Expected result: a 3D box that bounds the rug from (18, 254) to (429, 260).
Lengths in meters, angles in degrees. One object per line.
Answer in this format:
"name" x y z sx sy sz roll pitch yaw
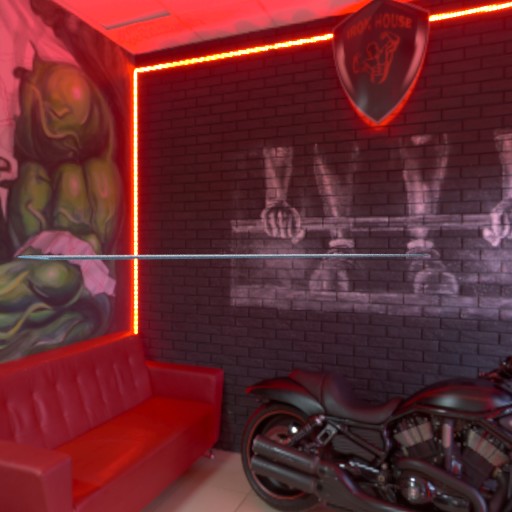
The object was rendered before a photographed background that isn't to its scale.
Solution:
"rug" 0.000 0.000 2.391 2.196 0.011 0.662 0 1 -36
